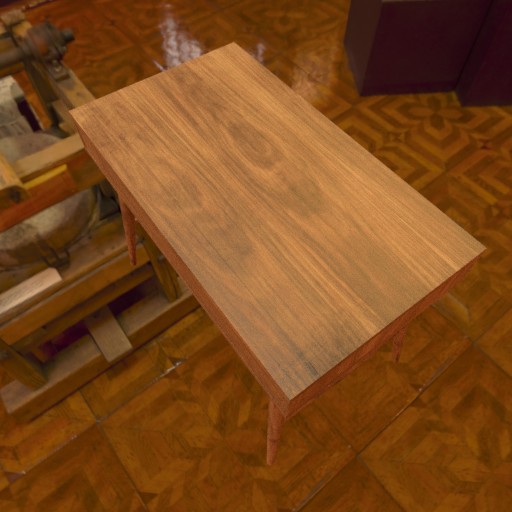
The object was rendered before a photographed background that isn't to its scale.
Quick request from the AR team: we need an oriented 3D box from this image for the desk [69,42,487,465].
[{"bbox_3d":[0.000,0.000,1.390,0.588,0.758,0.949,-32,63,-19],"label":"desk"}]
